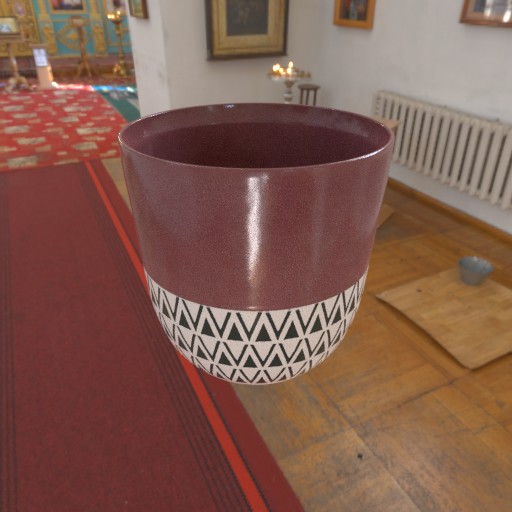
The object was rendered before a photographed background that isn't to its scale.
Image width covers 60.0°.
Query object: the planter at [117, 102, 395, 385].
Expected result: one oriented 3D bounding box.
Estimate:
[{"bbox_3d":[0.000,0.000,0.374,0.195,0.214,0.195,0,29,0],"label":"planter"}]
